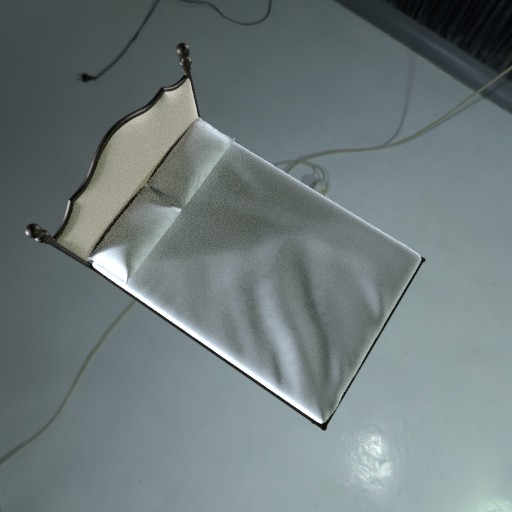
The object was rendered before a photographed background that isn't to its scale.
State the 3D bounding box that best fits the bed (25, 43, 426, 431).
[{"bbox_3d":[0.000,0.000,3.190,2.170,1.462,1.533,33,78,8],"label":"bed"}]
